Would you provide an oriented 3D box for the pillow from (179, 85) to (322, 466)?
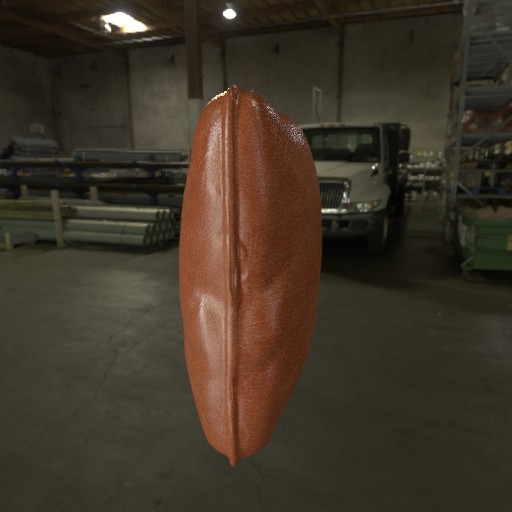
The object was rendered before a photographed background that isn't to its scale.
[{"bbox_3d":[0.000,0.000,0.807,0.236,0.523,0.532,2,12,8],"label":"pillow"}]
